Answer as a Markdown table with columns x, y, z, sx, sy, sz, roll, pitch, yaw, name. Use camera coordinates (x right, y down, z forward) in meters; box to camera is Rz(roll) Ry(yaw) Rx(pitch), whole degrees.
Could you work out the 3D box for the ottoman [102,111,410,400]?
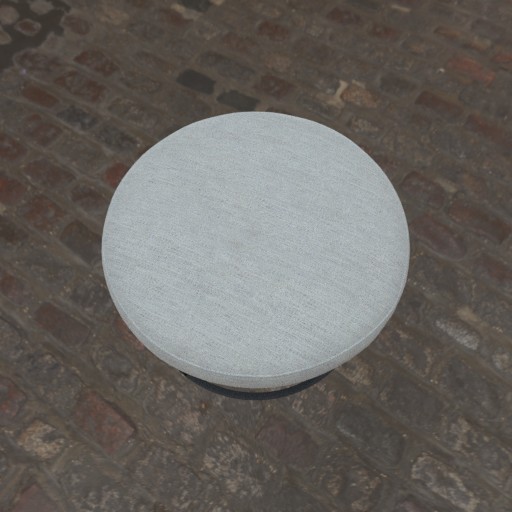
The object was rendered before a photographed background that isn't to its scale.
| x | y | z | sx | sy | sz | roll | pitch | yaw | name |
| --- | --- | --- | --- | --- | --- | --- | --- | --- | --- |
| 0.000 | 0.000 | 1.242 | 0.769 | 0.459 | 0.769 | 0 | 63 | 0 | ottoman |
